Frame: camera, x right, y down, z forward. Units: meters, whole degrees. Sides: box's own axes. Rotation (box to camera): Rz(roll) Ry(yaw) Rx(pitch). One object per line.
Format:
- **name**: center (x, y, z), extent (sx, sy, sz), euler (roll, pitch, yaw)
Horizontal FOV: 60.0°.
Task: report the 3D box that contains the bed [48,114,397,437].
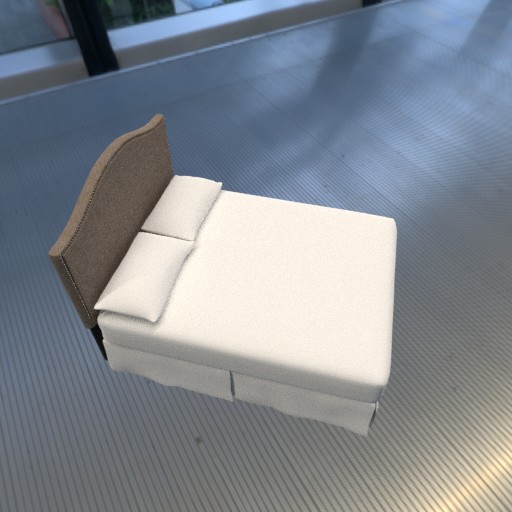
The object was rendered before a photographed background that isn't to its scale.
- **bed**: center (0.000, 0.000, 3.352), extent (2.153, 1.518, 1.713), euler (10, 48, 9)
